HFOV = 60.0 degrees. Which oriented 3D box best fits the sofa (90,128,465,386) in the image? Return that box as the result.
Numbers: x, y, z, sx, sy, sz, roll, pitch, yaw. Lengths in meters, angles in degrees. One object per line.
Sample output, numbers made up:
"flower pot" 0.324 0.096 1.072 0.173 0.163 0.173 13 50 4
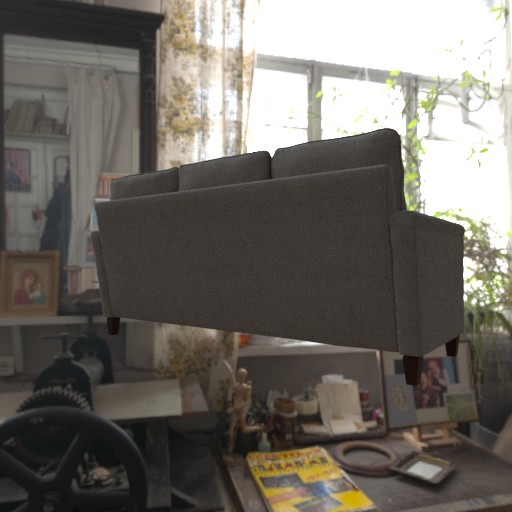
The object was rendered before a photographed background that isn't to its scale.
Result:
"sofa" 0.000 0.000 2.378 1.925 0.959 0.828 0 -1 37
